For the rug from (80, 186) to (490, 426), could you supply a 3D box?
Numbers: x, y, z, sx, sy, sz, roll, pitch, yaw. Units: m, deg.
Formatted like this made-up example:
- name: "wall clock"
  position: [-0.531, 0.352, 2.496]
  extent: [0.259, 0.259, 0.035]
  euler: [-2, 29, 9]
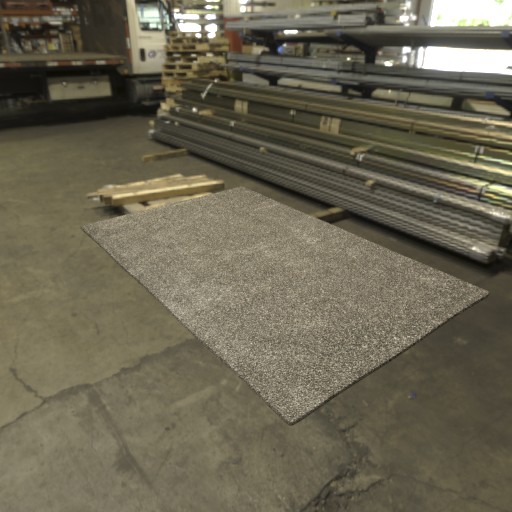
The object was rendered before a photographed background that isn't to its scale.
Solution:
- name: "rug"
  position: [0.000, 0.000, 2.895]
  extent: [1.502, 0.025, 2.350]
  euler: [-20, 33, -33]
